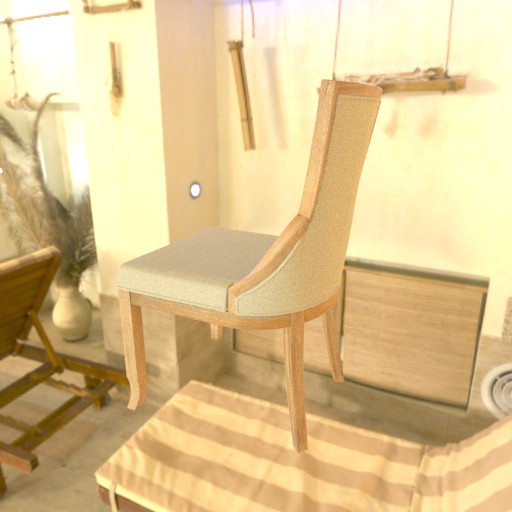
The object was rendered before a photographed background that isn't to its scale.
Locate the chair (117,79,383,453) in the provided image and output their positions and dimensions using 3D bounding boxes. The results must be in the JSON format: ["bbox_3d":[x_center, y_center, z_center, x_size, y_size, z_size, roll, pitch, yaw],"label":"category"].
[{"bbox_3d":[0.000,0.000,1.331,0.641,0.947,0.524,9,20,25],"label":"chair"}]
